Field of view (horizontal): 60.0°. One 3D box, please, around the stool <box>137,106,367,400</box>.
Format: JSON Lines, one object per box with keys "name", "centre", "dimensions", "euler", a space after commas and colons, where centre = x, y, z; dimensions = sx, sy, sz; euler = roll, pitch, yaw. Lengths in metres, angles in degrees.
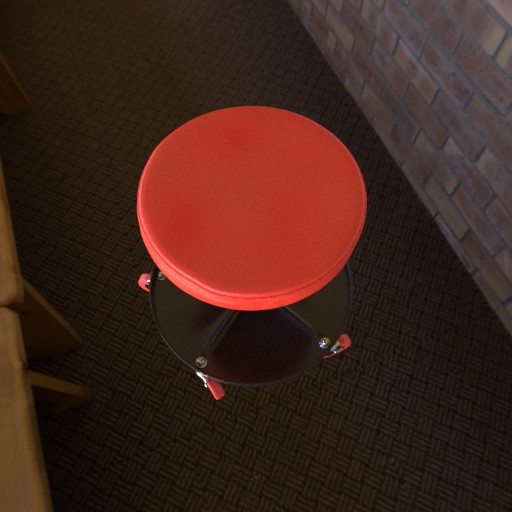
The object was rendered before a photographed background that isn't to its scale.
{"name": "stool", "centre": [0.000, 0.000, 0.682], "dimensions": [0.381, 0.365, 0.382], "euler": [34, 68, 15]}
